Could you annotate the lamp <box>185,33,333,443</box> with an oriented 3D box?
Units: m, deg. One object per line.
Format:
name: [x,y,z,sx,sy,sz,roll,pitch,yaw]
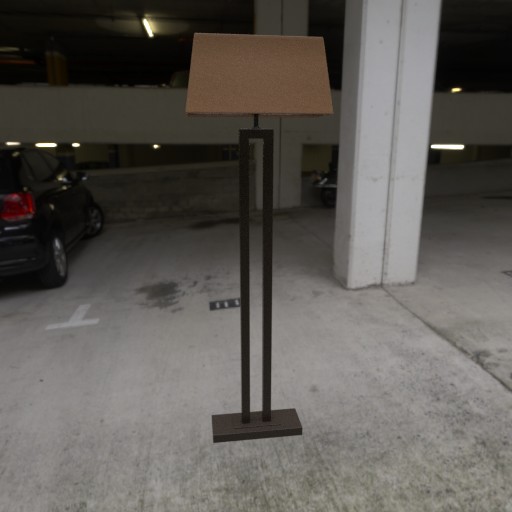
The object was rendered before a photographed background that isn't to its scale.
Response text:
lamp: [0.000,0.000,1.643,0.475,1.469,0.233,-2,15,-8]
